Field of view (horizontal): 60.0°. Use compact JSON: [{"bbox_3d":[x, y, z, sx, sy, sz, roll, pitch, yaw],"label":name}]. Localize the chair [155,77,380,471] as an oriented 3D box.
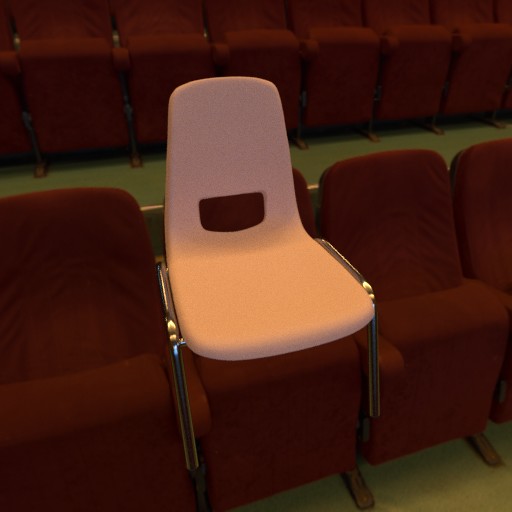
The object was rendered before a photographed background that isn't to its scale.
[{"bbox_3d":[0.000,0.000,0.780,0.354,0.537,0.385,-9,32,-15],"label":"chair"}]
